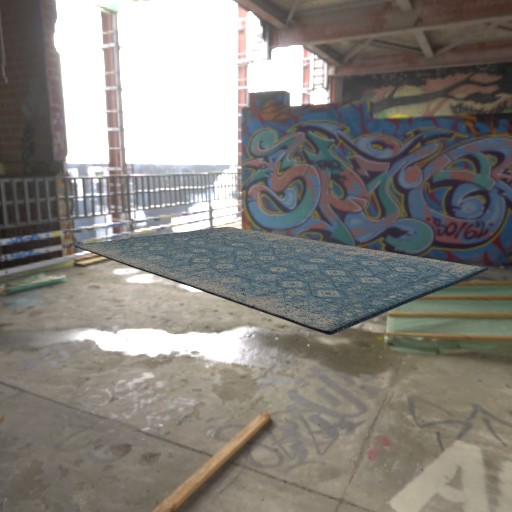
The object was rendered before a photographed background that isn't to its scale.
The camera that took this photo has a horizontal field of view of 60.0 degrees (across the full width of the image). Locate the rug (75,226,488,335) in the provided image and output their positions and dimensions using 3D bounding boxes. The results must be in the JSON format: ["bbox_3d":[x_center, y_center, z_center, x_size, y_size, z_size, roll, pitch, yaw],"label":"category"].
[{"bbox_3d":[0.000,0.000,3.000,1.530,0.015,2.449,-11,16,-42],"label":"rug"}]
